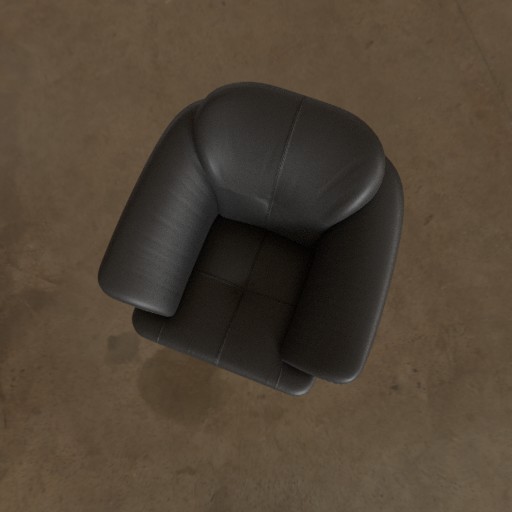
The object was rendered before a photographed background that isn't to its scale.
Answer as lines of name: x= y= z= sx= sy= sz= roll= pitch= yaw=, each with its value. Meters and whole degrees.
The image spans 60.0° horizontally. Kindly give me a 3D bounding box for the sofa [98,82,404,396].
sofa: x=0.000 y=0.000 z=1.535 sx=0.870 sy=0.811 sz=0.794 roll=20 pitch=77 yaw=5
